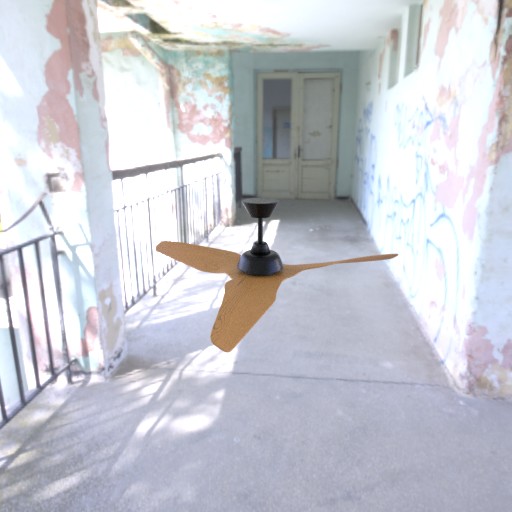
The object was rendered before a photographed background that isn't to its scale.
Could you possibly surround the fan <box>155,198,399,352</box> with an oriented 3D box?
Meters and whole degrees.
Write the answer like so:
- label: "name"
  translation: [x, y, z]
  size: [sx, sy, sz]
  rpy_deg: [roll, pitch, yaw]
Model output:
- label: "fan"
  translation: [0.000, 0.000, 1.600]
  size: [1.142, 0.355, 1.010]
  rpy_deg: [2, 16, 8]
